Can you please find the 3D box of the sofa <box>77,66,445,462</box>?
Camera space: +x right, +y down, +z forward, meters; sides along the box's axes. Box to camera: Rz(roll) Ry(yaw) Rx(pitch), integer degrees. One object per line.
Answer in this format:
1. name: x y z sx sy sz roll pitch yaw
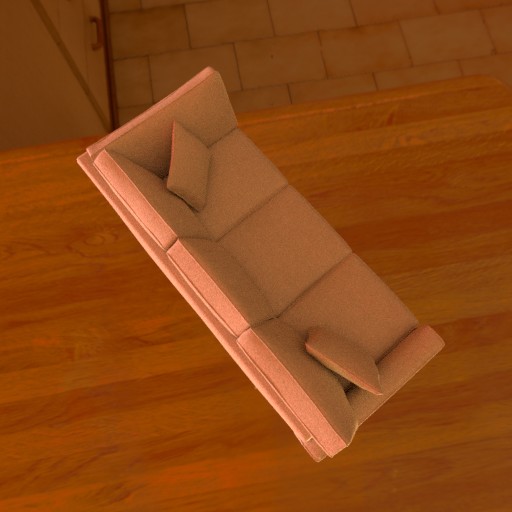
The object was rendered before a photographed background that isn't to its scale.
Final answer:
1. sofa: 0.000 0.000 2.889 1.061 0.962 2.317 -39 77 -11
